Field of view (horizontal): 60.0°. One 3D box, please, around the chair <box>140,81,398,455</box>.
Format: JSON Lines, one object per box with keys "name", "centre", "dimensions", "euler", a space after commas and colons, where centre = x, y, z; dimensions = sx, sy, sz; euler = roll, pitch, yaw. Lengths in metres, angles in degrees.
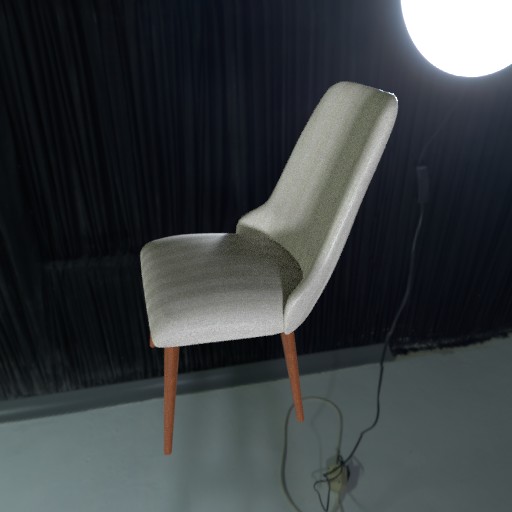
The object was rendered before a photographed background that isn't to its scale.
{"name": "chair", "centre": [0.000, 0.000, 1.315], "dimensions": [0.684, 0.917, 0.526], "euler": [-8, 30, -14]}
